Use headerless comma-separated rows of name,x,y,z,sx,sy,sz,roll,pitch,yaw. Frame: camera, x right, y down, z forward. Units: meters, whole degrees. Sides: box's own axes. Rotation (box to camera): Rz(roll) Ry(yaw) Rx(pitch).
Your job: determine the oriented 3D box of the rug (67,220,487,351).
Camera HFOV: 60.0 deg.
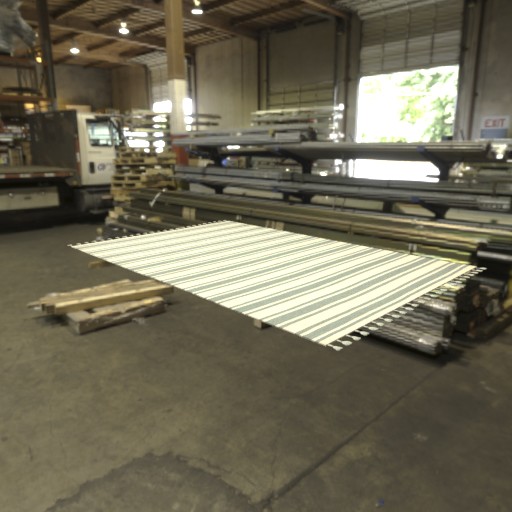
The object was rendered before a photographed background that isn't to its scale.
rug,0.000,0.000,2.963,1.539,0.011,2.410,-14,20,-43
